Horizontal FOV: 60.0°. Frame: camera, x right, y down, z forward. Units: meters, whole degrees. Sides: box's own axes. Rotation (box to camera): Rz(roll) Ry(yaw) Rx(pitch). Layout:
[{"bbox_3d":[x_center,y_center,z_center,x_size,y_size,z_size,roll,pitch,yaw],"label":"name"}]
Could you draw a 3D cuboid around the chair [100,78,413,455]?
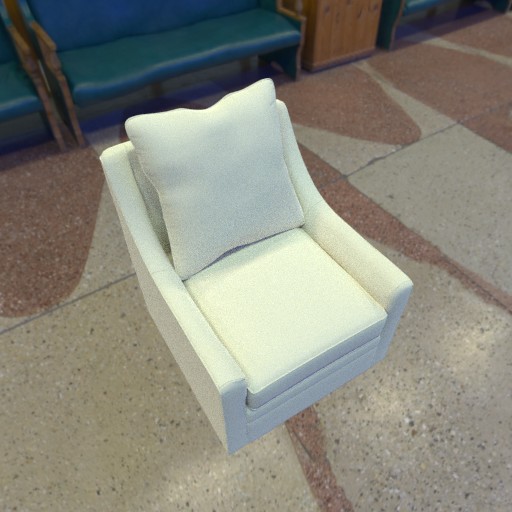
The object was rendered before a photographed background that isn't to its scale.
[{"bbox_3d":[0.000,0.000,1.642,0.756,0.965,0.876,-24,51,-21],"label":"chair"}]
